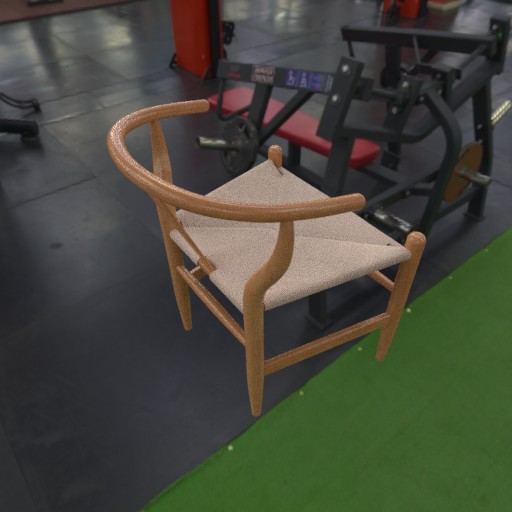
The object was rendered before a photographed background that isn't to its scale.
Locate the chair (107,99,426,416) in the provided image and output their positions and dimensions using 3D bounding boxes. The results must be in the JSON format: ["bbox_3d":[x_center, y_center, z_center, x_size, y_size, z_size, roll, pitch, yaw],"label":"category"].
[{"bbox_3d":[0.000,0.000,1.129,0.579,0.730,0.569,-26,48,-27],"label":"chair"}]
